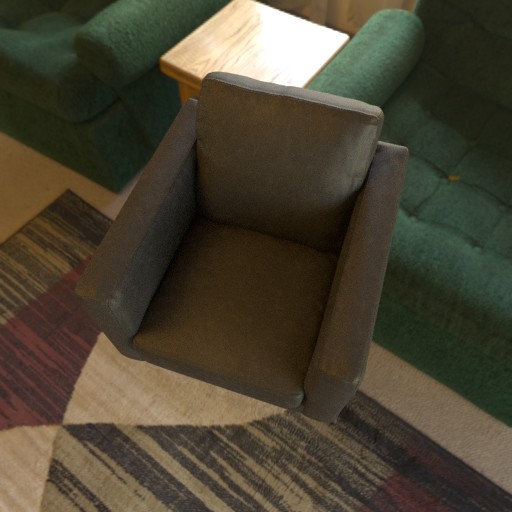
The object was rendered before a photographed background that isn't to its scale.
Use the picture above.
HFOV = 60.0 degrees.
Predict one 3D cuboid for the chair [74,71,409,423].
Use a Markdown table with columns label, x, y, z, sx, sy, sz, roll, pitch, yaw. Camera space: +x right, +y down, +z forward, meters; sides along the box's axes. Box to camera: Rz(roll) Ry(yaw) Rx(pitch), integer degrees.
| label | x | y | z | sx | sy | sz | roll | pitch | yaw |
| --- | --- | --- | --- | --- | --- | --- | --- | --- | --- |
| chair | 0.000 | 0.000 | 1.548 | 0.831 | 0.898 | 0.879 | 16 | 60 | 9 |
